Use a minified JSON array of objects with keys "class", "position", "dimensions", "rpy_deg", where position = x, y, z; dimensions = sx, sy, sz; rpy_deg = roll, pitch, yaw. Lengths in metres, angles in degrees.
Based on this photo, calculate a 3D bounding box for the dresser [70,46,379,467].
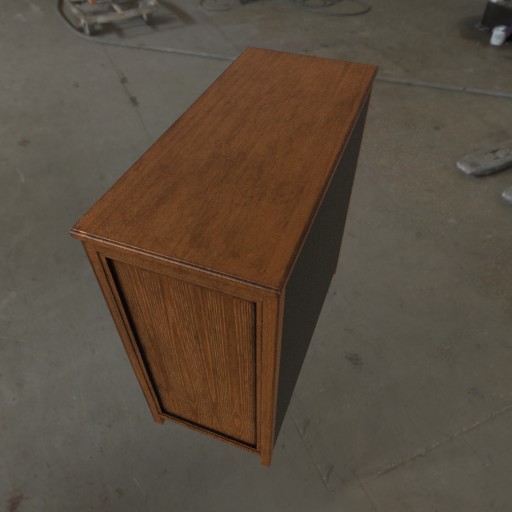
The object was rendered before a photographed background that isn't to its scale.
[{"class":"dresser","position":[0.000,0.000,1.906],"dimensions":[0.591,1.224,1.250],"rpy_deg":[15,48,14]}]
